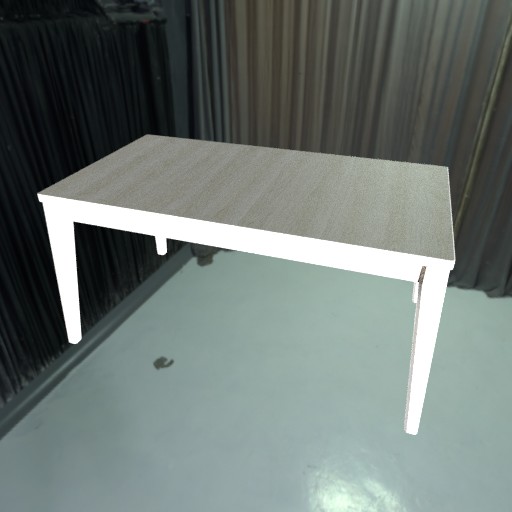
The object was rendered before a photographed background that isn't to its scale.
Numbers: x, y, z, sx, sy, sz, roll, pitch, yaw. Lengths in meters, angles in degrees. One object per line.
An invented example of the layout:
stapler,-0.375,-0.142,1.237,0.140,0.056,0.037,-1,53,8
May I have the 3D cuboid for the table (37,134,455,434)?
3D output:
table,0.000,0.000,2.068,1.600,0.760,0.900,10,33,16
